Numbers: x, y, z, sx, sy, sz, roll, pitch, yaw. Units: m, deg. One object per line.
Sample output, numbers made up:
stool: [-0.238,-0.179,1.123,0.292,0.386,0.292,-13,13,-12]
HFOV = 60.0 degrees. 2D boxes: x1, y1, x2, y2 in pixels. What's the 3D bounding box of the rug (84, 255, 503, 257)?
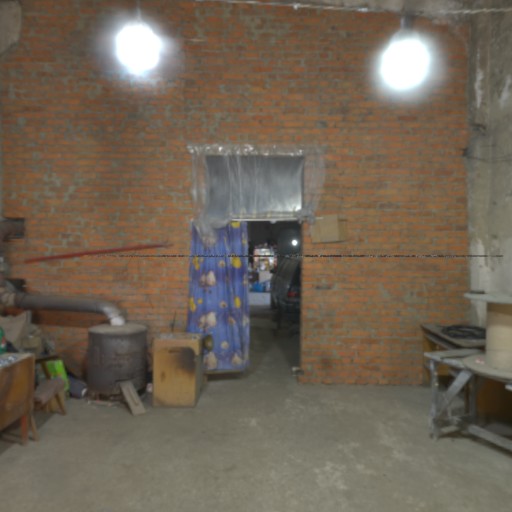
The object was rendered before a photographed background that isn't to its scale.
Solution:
rug: [0.000,0.000,2.232,1.219,0.005,1.828,0,0,-35]
